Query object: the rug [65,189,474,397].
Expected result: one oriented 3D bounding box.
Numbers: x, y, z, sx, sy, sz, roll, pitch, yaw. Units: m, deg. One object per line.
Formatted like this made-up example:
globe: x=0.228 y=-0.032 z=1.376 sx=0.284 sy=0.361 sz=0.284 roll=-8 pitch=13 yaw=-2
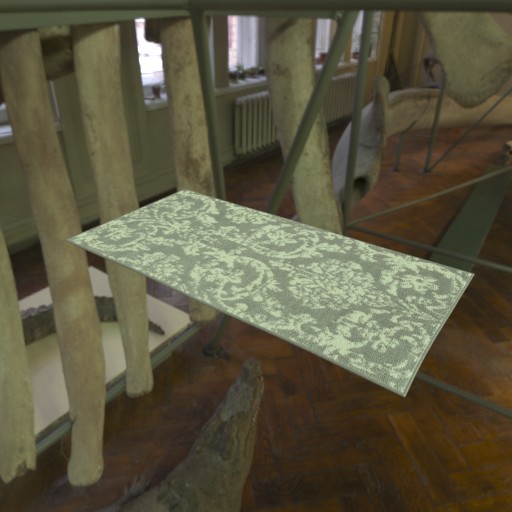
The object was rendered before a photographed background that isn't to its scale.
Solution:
rug: x=0.000 y=0.000 z=1.459 sx=1.219 sy=0.007 sz=0.604 roll=20 pitch=35 yaw=31
